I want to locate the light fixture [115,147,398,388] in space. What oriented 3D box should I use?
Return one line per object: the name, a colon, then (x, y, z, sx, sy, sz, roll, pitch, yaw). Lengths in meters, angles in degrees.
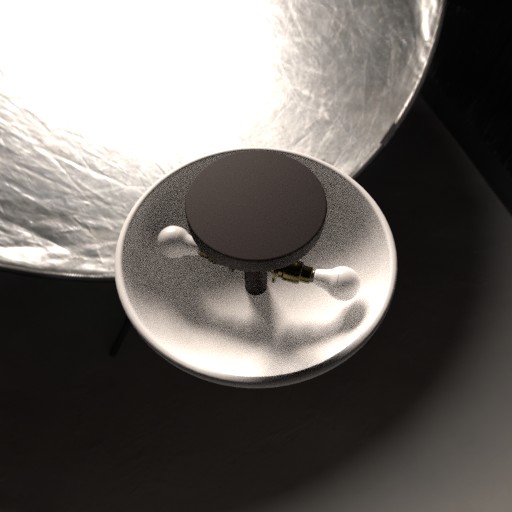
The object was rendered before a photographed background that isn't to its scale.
light fixture: (0.000, 0.000, 0.543, 0.331, 0.212, 0.331, 0, 58, 0)
